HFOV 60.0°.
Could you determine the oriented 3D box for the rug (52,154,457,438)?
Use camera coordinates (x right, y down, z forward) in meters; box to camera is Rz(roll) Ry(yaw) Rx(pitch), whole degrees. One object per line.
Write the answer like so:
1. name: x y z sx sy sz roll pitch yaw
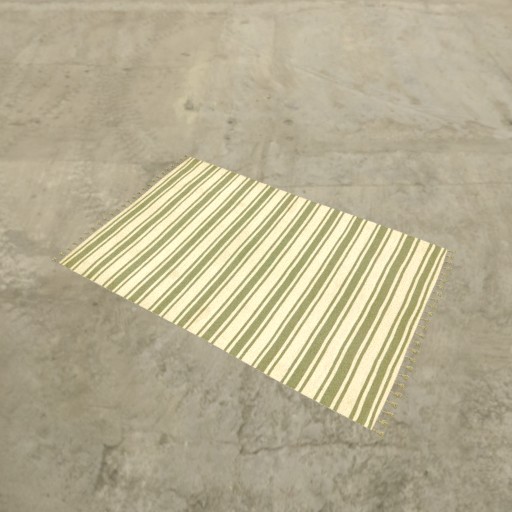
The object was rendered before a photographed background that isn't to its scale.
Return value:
1. rug: 0.000 0.000 3.119 2.435 0.018 1.540 23 50 21
